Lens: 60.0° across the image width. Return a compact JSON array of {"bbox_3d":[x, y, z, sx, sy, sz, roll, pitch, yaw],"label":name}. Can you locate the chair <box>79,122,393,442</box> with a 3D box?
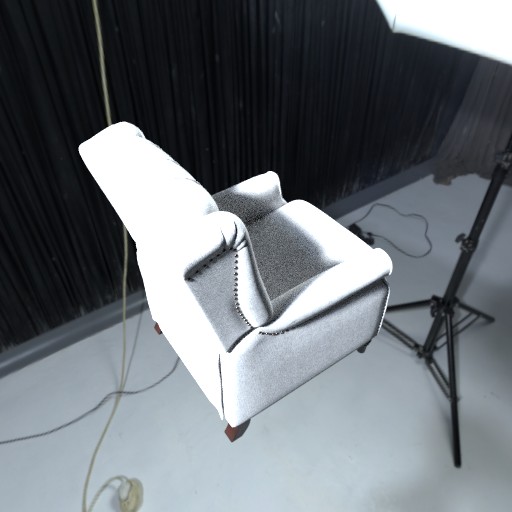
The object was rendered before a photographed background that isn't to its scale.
[{"bbox_3d":[0.000,0.000,1.655,0.902,1.035,0.742,-25,47,-25],"label":"chair"}]
